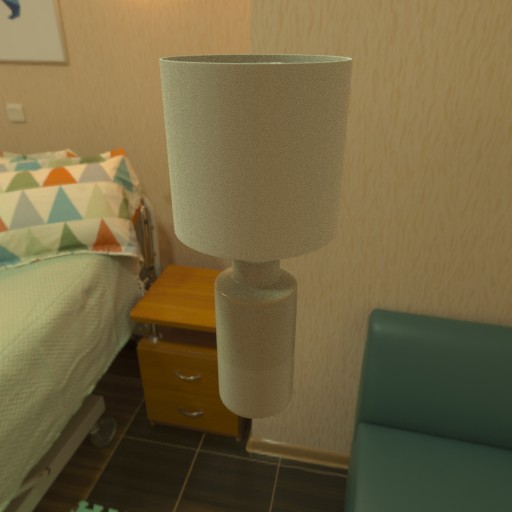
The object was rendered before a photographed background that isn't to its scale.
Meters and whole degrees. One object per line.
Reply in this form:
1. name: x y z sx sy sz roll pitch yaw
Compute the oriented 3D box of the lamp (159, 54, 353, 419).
1. lamp: 0.000 0.000 0.603 0.212 0.493 0.212 -8 28 -15
